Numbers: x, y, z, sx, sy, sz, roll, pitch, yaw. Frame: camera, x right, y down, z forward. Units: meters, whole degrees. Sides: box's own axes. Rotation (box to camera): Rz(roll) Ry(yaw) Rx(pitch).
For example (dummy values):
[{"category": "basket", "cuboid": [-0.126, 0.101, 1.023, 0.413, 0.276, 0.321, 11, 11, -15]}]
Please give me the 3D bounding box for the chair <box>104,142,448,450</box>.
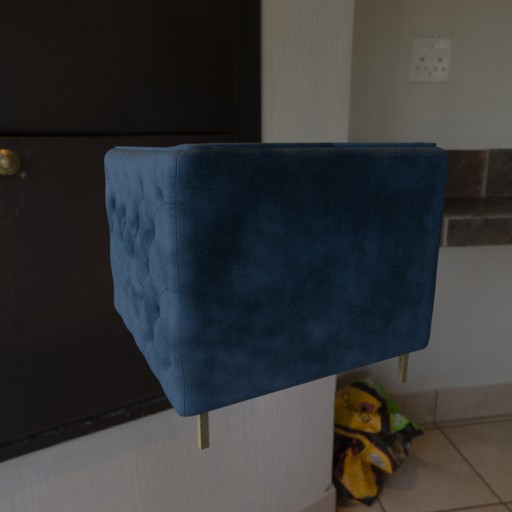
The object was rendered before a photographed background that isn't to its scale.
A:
[{"category": "chair", "cuboid": [0.000, 0.000, 1.543, 0.868, 0.771, 0.877, -7, 16, -26]}]
